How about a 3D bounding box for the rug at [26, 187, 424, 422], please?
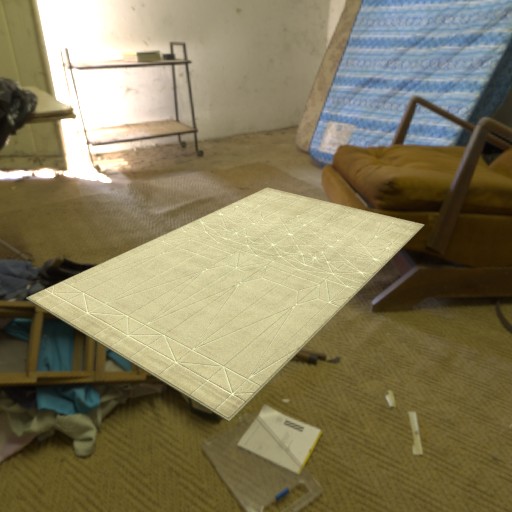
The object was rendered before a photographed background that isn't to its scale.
[{"bbox_3d":[0.000,0.000,3.044,1.524,0.012,2.438,19,33,32],"label":"rug"}]
